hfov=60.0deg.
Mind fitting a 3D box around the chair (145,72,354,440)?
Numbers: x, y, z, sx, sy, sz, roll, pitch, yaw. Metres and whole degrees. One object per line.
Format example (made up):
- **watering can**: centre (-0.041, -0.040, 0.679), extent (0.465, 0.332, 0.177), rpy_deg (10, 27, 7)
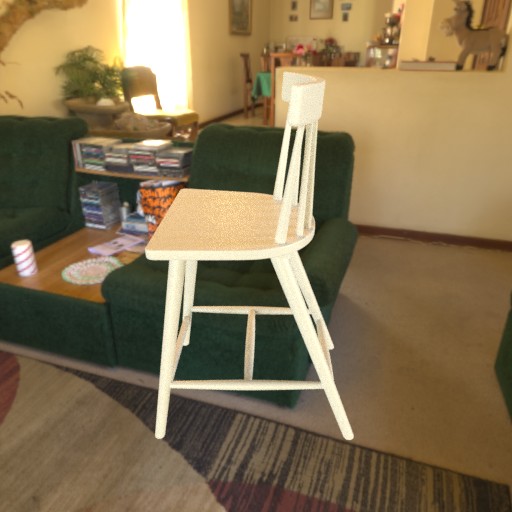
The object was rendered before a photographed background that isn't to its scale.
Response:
- **chair**: centre (0.000, 0.000, 1.268), extent (0.572, 0.952, 0.483), rpy_deg (1, 25, 1)
